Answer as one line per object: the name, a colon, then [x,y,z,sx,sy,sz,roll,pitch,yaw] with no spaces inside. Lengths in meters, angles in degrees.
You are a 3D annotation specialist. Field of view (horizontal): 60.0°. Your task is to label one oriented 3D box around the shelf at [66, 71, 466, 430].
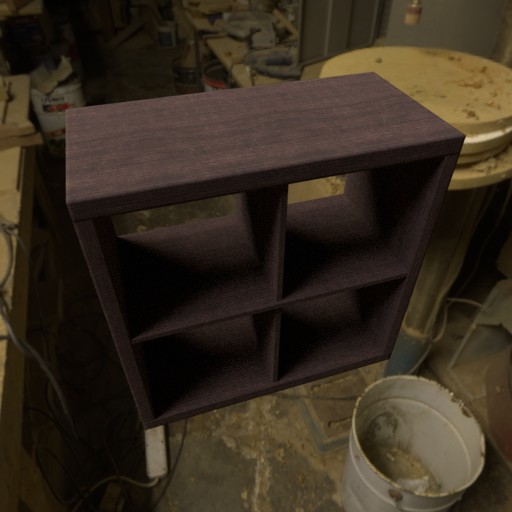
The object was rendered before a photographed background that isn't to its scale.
shelf: [0.000,0.000,1.229,0.790,0.786,0.390,-12,43,-13]
